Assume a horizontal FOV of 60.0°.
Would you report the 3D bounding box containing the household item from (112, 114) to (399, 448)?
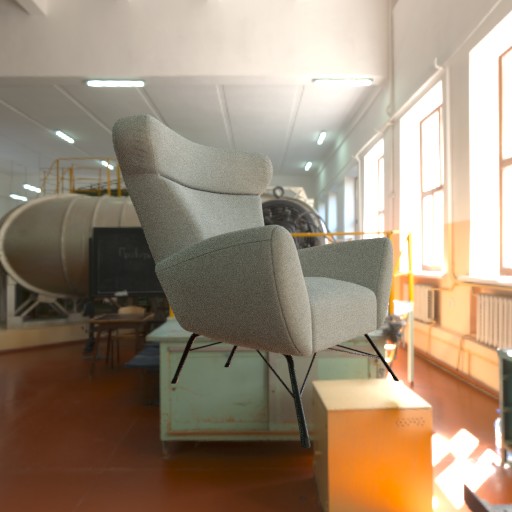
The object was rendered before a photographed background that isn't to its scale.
[{"bbox_3d":[0.000,0.000,1.787,0.900,1.050,0.980,0,0,35],"label":"household item"}]
